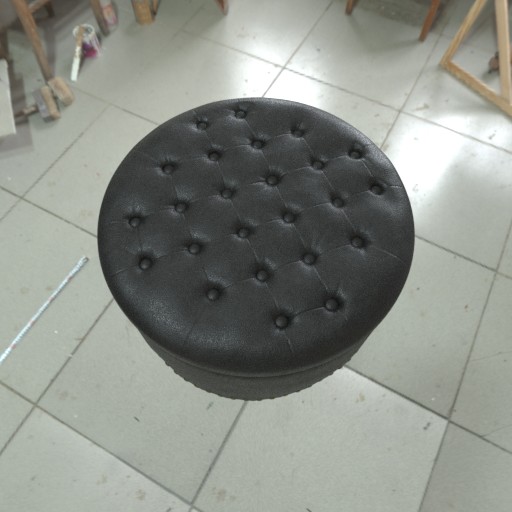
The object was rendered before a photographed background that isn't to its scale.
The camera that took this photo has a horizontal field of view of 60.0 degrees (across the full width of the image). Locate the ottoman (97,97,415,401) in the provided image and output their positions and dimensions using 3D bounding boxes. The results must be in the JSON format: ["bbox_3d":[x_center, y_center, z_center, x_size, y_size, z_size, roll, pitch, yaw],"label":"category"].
[{"bbox_3d":[0.000,0.000,1.061,0.637,0.442,0.637,0,63,0],"label":"ottoman"}]
